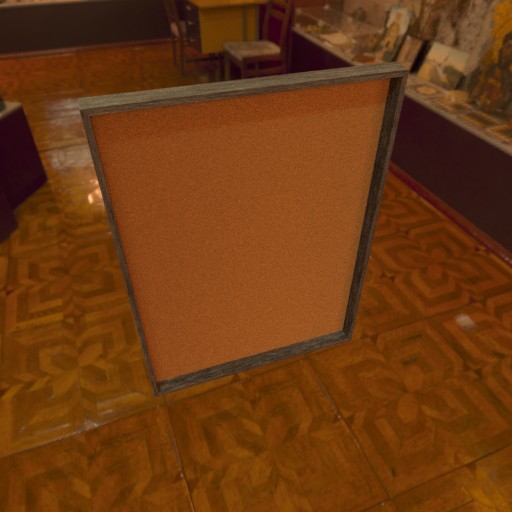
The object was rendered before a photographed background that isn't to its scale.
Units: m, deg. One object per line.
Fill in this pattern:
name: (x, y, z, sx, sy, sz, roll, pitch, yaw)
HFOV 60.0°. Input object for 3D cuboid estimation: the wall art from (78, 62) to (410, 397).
wall art: (0.000, 0.000, 1.322, 0.762, 1.016, 0.063, -13, 42, -14)
